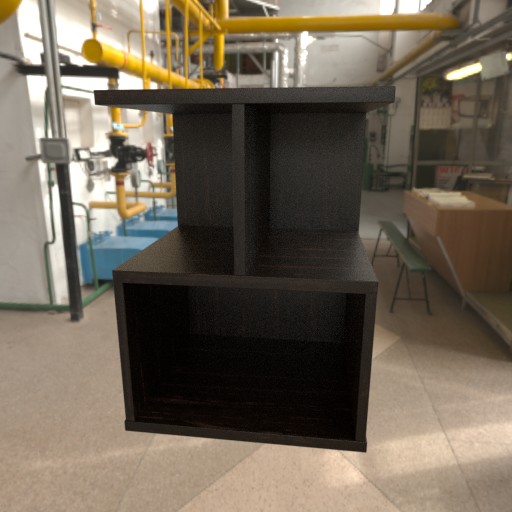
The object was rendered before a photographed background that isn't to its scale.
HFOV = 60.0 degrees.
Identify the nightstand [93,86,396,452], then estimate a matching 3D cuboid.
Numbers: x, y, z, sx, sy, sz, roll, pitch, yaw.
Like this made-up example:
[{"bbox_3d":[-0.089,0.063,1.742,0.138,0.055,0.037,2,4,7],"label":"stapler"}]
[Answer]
[{"bbox_3d":[0.000,0.000,0.823,0.400,0.559,0.356,2,16,7],"label":"nightstand"}]
